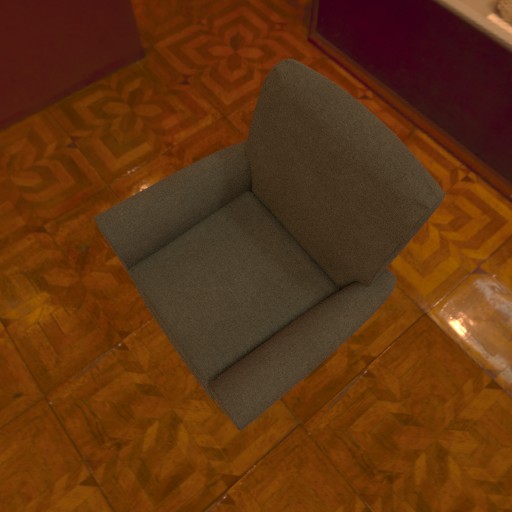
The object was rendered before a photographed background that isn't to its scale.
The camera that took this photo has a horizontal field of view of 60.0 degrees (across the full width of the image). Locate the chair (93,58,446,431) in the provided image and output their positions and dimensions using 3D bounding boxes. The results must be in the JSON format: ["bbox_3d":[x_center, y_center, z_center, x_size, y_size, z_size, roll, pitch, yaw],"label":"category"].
[{"bbox_3d":[0.000,0.000,1.748,0.905,1.061,0.978,-34,69,-15],"label":"chair"}]
